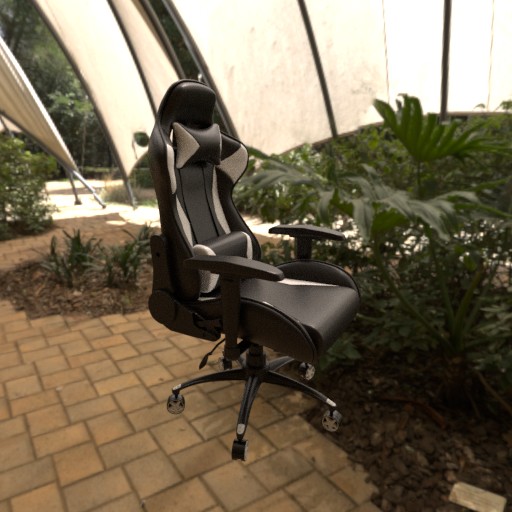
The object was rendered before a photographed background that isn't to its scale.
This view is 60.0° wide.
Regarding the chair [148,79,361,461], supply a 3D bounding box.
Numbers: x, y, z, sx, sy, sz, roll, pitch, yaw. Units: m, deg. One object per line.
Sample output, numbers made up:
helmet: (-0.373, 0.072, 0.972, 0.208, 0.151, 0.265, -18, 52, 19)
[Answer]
chair: (0.000, 0.000, 1.687, 0.695, 1.285, 0.730, 8, 16, 27)
